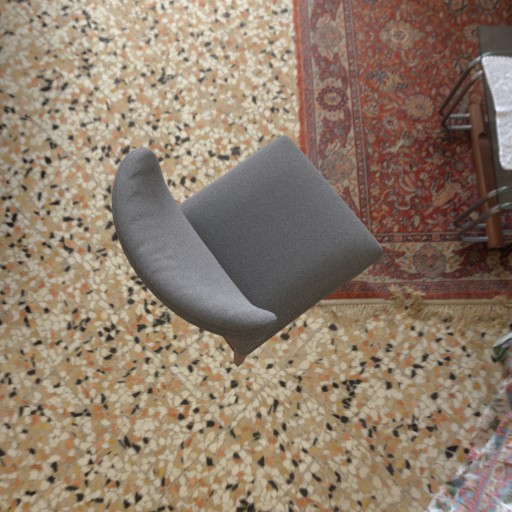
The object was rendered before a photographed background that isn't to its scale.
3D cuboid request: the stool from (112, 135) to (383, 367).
[{"bbox_3d":[0.000,0.000,1.379,0.568,1.069,0.481,-35,78,-9],"label":"stool"}]
